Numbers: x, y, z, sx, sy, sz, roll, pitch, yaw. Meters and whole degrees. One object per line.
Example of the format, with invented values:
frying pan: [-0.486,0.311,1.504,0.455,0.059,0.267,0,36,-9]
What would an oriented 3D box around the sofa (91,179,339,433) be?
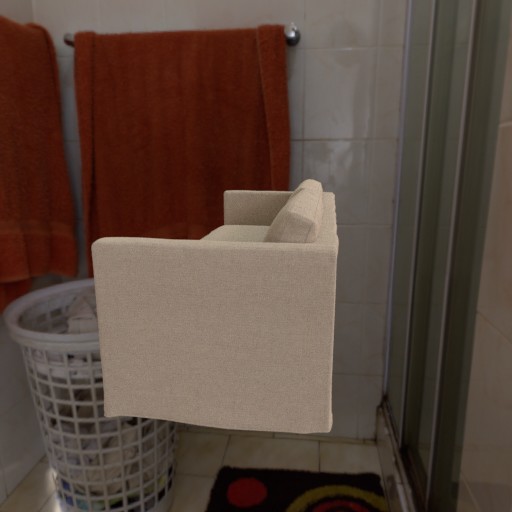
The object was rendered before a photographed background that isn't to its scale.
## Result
sofa: [0.000,0.000,2.754,0.962,0.853,2.312,2,13,9]
